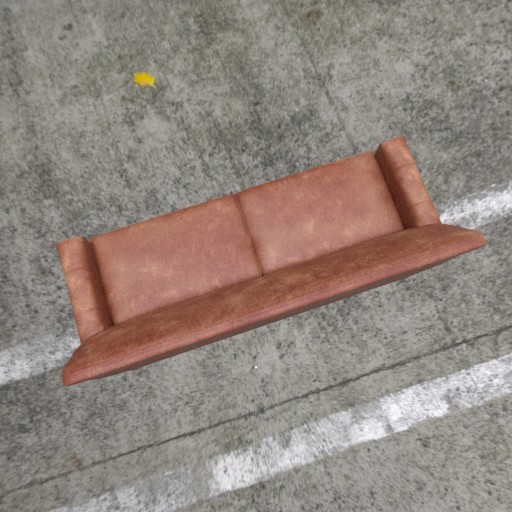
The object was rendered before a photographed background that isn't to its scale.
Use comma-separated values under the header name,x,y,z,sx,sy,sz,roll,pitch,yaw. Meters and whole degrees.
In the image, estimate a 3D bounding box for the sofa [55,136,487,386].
name,x,y,z,sx,sy,sz,roll,pitch,yaw
sofa,0.000,0.000,2.538,2.053,0.947,0.805,-18,77,-4
